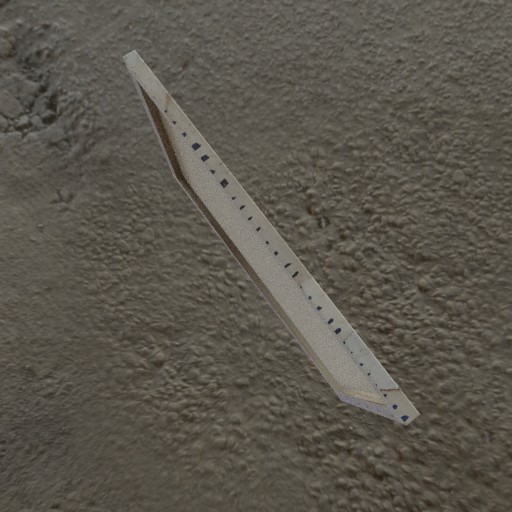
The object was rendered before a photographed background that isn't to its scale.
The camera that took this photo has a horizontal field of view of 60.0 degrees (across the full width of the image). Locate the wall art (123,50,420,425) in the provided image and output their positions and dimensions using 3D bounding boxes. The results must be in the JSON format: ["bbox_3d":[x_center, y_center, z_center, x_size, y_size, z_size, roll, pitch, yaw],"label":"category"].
[{"bbox_3d":[0.000,0.000,1.433,0.038,0.757,1.143,-36,78,-8],"label":"wall art"}]
